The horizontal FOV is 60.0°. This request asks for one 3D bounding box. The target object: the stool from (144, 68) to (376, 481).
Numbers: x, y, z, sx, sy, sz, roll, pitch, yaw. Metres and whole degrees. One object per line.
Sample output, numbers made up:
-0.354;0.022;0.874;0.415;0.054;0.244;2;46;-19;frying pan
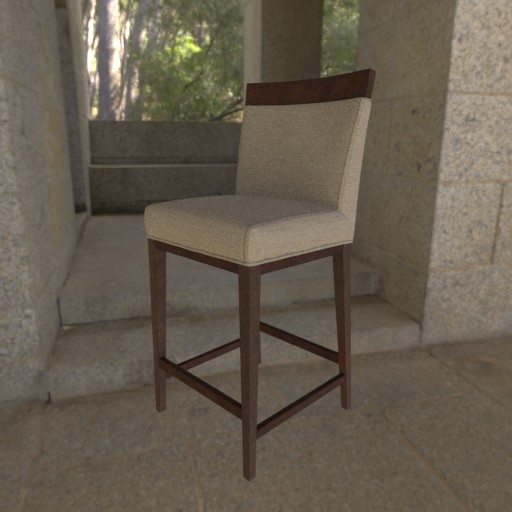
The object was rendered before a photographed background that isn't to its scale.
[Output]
0.000;0.000;1.431;0.531;1.117;0.511;-14;21;-43;stool
